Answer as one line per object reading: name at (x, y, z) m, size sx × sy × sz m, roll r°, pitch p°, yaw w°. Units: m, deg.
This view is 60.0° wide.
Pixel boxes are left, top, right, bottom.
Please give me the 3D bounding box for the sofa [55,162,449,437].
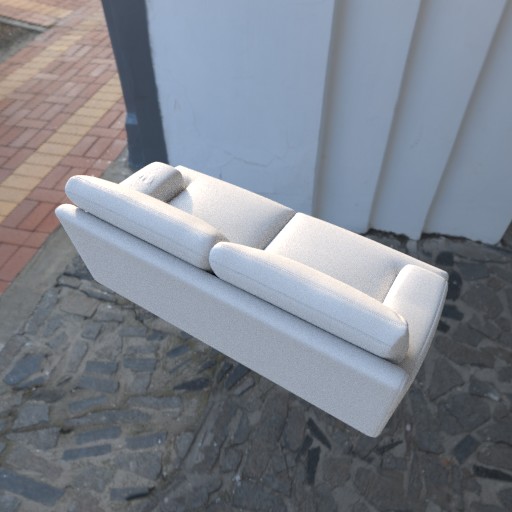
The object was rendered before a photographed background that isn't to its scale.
sofa at (0.000, 0.000, 2.807) m, size 2.261 × 0.940 × 1.143 m, roll 25°, pitch 52°, yaw 21°
